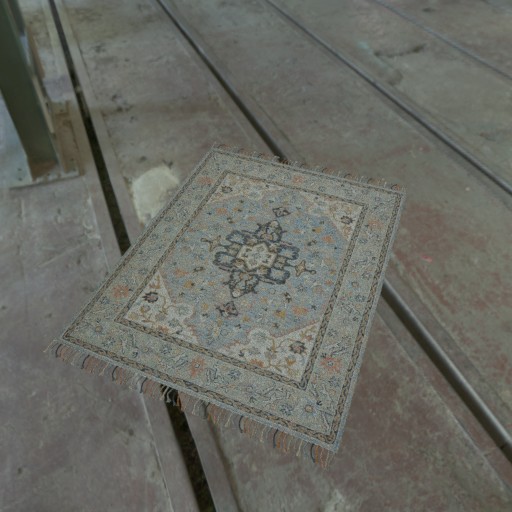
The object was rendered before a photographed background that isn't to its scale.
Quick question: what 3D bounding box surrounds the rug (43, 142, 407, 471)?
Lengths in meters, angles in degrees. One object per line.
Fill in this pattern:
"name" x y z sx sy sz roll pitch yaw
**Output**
"rug" 0.000 0.000 4.228 2.379 0.011 3.221 16 50 15
